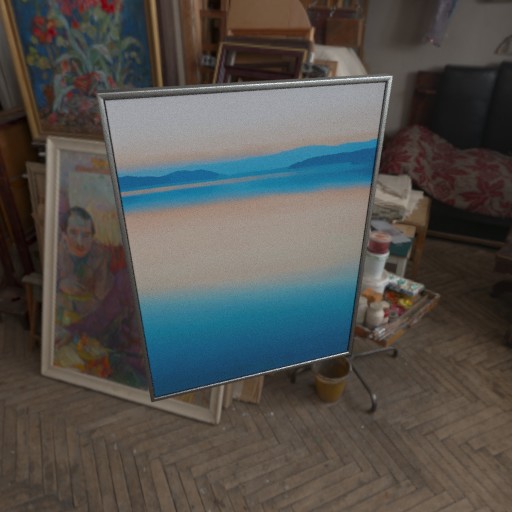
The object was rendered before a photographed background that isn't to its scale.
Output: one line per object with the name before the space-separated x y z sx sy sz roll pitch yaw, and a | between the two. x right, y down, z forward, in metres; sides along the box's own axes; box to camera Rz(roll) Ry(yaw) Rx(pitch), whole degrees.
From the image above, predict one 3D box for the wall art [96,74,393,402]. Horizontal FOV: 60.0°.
wall art | 0.000 0.000 1.435 0.801 1.062 0.037 -9 32 -15
